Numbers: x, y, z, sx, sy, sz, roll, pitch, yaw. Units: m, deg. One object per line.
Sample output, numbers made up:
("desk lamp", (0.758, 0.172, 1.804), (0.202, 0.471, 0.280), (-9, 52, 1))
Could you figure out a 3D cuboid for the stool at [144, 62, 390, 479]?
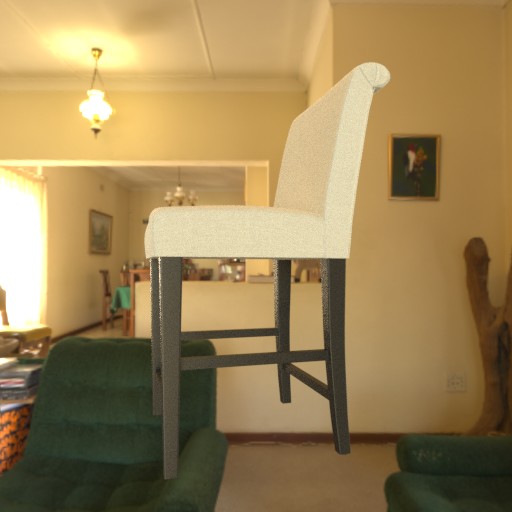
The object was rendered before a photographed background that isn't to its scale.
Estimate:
("stool", (0.000, 0.000, 1.253), (0.597, 0.976, 0.452), (0, -1, -16))
